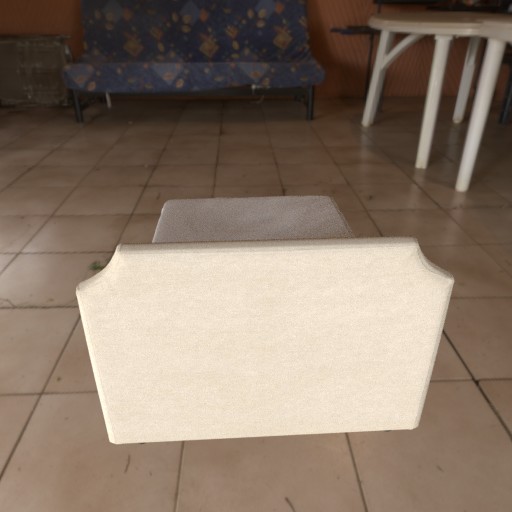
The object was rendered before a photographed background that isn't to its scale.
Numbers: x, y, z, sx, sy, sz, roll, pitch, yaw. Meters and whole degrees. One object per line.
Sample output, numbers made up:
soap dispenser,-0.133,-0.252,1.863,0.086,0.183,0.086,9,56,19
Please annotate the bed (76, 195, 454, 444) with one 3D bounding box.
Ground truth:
bed,0.000,0.000,3.233,1.828,1.297,2.164,-2,29,-3
